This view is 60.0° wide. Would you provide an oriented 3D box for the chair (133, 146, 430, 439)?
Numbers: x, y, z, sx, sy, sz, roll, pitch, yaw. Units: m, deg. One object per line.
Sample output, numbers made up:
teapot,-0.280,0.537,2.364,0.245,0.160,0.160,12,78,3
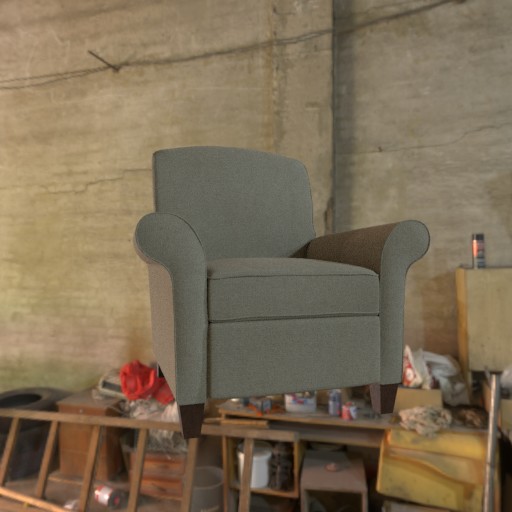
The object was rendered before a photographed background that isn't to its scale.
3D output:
chair,0.000,0.000,1.776,0.978,1.061,0.905,0,0,-18
